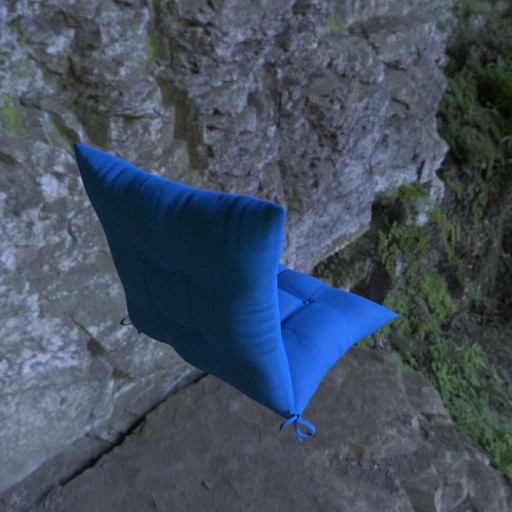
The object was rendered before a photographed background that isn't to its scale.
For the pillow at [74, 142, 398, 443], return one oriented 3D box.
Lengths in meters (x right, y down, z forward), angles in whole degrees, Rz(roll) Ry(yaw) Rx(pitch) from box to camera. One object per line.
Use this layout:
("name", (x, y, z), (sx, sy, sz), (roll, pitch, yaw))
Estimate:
("pillow", (0.000, 0.000, 1.011), (0.541, 0.536, 0.585), (22, 36, 34))
